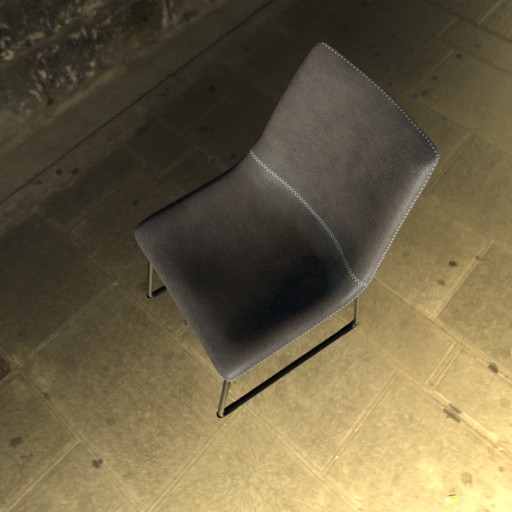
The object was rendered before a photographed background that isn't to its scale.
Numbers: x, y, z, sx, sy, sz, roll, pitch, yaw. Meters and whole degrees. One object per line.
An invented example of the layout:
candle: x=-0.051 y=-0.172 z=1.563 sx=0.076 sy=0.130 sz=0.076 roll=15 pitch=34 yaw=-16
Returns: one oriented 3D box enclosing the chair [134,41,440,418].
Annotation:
chair: x=0.000 y=0.000 z=1.078 sx=0.550 sy=0.780 sz=0.460 roll=-31 pitch=68 yaw=-14
